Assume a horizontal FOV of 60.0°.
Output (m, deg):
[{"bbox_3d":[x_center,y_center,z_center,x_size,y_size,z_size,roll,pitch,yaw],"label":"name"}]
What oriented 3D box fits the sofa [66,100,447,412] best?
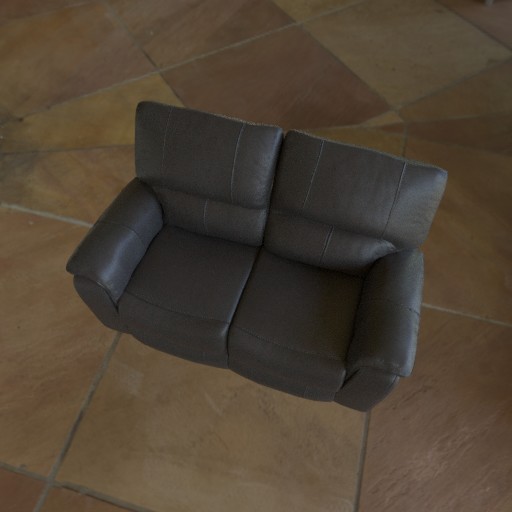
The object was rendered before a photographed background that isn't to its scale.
[{"bbox_3d":[0.000,0.000,2.443,1.765,1.111,1.104,16,59,10],"label":"sofa"}]
